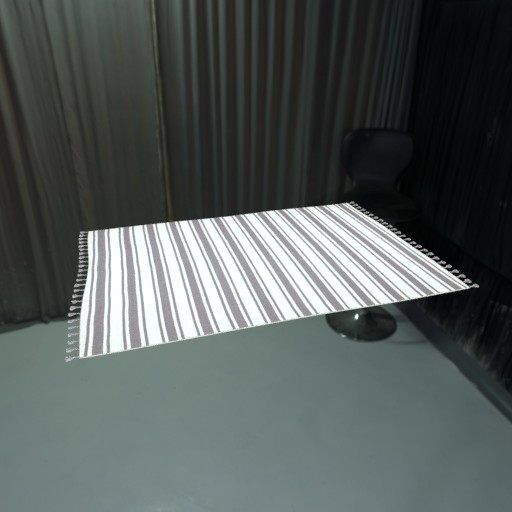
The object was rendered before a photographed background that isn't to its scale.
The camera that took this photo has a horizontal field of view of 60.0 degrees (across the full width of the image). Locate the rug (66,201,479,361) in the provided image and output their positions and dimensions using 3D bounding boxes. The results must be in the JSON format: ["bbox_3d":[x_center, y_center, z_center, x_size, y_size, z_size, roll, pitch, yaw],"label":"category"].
[{"bbox_3d":[0.000,0.000,3.909,3.040,0.017,2.030,-8,28,-15],"label":"rug"}]
